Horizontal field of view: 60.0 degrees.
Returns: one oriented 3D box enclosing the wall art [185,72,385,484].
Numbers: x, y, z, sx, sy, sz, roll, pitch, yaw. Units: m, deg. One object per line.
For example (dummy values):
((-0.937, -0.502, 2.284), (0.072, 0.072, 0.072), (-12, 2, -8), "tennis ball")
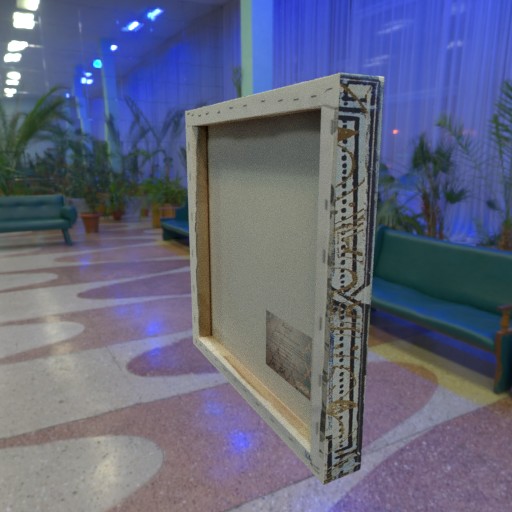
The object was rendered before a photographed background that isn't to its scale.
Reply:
((0.000, 0.000, 0.454), (0.038, 0.306, 0.302), (-7, 15, -27), "wall art")
